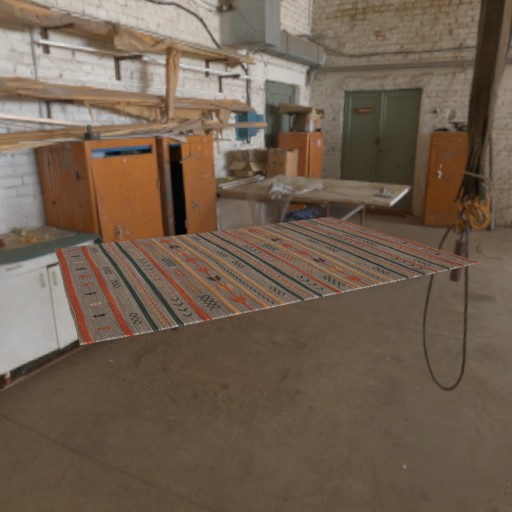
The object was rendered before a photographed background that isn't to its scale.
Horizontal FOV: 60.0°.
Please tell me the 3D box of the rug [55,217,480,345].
[{"bbox_3d":[0.000,0.000,2.278,1.835,0.017,1.220,-8,19,-26],"label":"rug"}]
